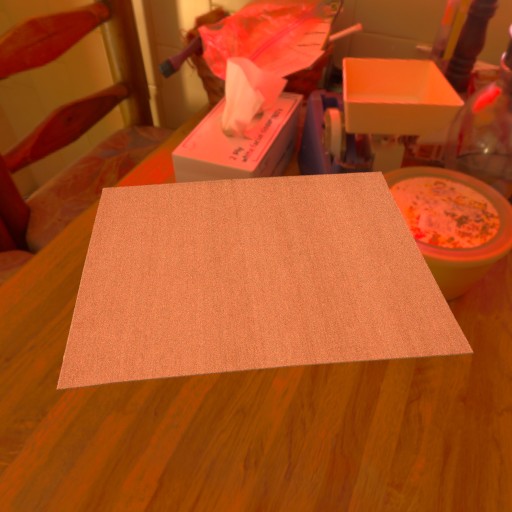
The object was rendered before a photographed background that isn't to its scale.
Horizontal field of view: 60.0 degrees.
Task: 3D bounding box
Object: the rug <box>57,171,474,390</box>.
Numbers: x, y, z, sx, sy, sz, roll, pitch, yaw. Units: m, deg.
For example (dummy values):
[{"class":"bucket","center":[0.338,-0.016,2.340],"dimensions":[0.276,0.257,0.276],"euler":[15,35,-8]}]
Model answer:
[{"class":"rug","center":[0.000,0.000,4.205],"dimensions":[3.202,0.045,2.434],"euler":[-4,46,-4]}]
